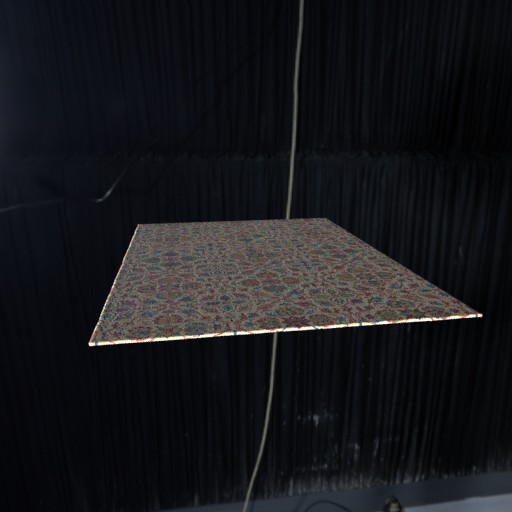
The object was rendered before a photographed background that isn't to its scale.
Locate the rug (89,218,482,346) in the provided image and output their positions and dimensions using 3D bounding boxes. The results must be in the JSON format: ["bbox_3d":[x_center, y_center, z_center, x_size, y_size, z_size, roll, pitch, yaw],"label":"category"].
[{"bbox_3d":[0.000,0.000,4.198,2.446,0.020,3.215,-3,16,-9],"label":"rug"}]
